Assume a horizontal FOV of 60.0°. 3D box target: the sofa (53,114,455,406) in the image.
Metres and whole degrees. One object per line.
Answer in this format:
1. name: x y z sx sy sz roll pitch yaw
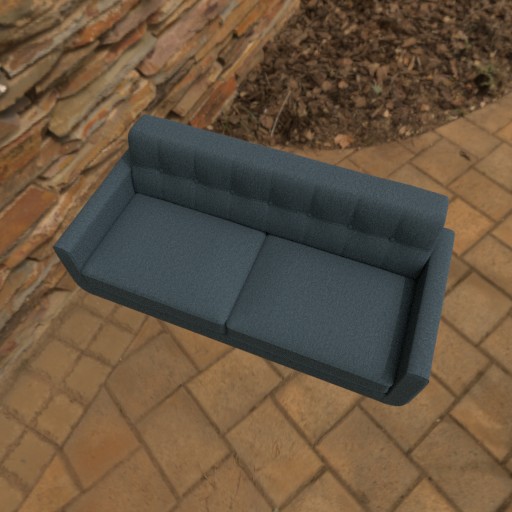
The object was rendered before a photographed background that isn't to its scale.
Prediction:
1. sofa: 0.000 0.000 2.581 2.055 0.884 0.942 18 58 12
